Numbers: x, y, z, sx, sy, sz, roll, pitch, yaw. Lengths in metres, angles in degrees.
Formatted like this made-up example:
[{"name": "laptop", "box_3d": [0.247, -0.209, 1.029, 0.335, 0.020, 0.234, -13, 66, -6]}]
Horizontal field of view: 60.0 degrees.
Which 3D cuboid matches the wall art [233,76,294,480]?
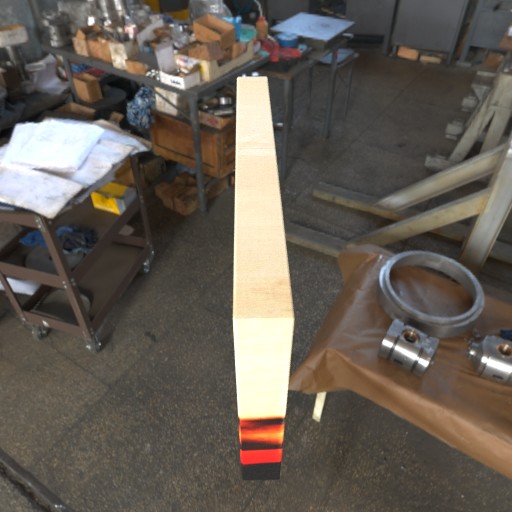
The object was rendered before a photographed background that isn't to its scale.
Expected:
[{"name": "wall art", "box_3d": [0.000, 0.000, 0.494, 0.037, 0.251, 0.383, -1, 43, -1]}]
